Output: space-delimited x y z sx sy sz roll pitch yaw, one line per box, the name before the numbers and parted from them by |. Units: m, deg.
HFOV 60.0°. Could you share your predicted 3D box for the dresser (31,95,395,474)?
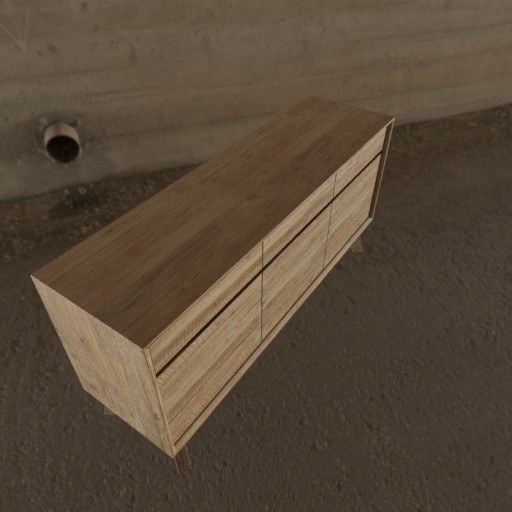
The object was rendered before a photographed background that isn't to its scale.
dresser | 0.000 0.000 1.921 0.455 0.788 1.602 25 47 25
